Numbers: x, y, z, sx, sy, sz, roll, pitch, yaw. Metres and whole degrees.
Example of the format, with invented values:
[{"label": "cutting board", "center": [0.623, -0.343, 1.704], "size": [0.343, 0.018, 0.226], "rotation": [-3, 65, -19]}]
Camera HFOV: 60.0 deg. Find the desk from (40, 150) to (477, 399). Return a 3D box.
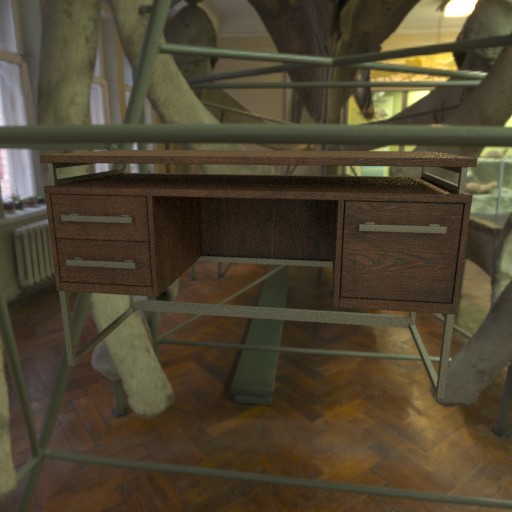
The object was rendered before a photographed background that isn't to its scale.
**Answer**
[{"label": "desk", "center": [0.000, 0.000, 1.753], "size": [1.384, 0.792, 0.610], "rotation": [2, 15, 9]}]
